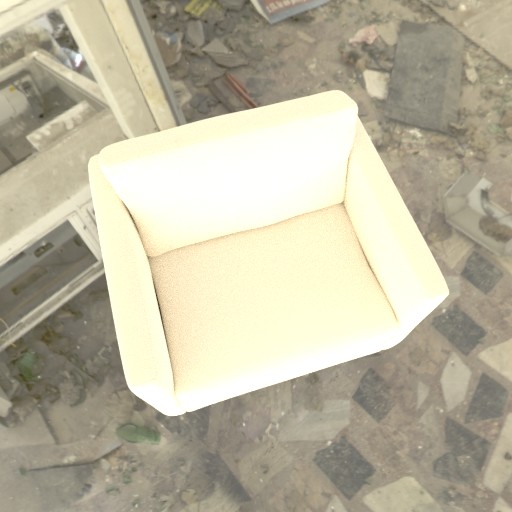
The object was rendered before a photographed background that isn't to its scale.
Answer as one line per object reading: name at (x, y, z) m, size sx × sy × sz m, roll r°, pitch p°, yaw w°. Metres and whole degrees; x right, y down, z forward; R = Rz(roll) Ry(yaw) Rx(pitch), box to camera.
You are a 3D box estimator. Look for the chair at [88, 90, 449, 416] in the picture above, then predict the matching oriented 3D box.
chair at (0.000, 0.000, 1.673) m, size 1.019 × 0.885 × 0.878 m, roll -15°, pitch 65°, yaw -7°
